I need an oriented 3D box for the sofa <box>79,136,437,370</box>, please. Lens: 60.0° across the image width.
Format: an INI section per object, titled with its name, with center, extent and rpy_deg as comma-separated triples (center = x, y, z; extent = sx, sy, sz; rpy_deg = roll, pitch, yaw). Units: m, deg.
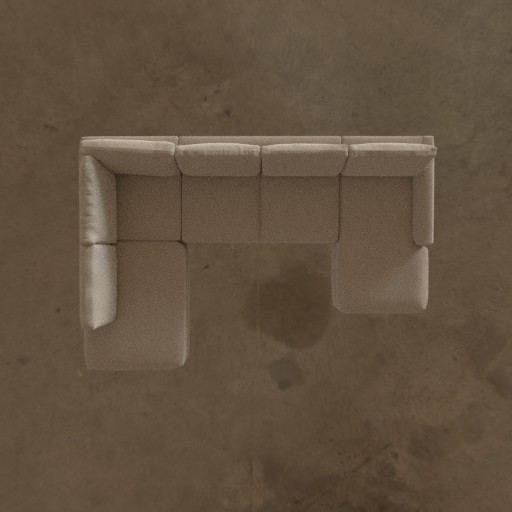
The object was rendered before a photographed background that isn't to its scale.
[sofa]
center = 0.000, 0.000, 3.850
extent = 2.984, 0.862, 1.989
rpy_deg = 0, 91, 0
